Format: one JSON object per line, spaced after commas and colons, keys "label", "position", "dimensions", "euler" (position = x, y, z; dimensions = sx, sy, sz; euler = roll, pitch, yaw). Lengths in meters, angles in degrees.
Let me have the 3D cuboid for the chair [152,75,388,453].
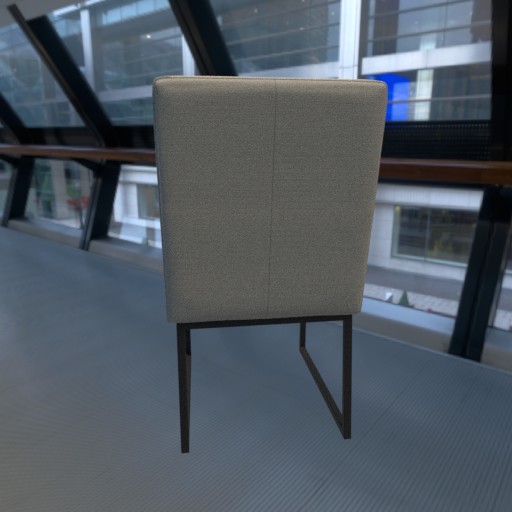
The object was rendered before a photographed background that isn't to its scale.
{"label": "chair", "position": [0.000, 0.000, 1.329], "dimensions": [0.520, 0.930, 0.634], "euler": [-2, 14, -7]}
